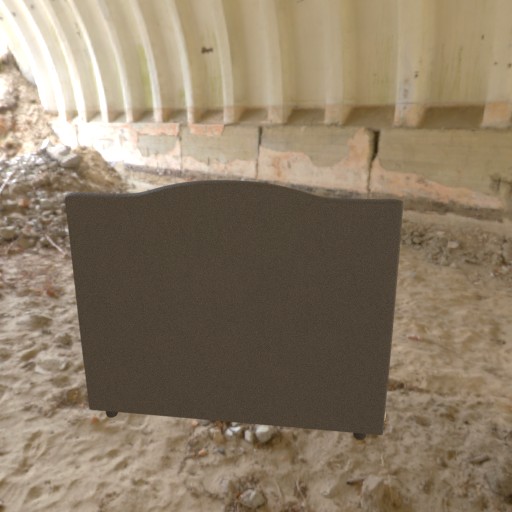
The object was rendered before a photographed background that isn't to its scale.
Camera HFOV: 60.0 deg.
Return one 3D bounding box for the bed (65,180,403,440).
[{"bbox_3d":[0.000,0.000,3.429,1.821,1.436,2.282,2,17,7],"label":"bed"}]
